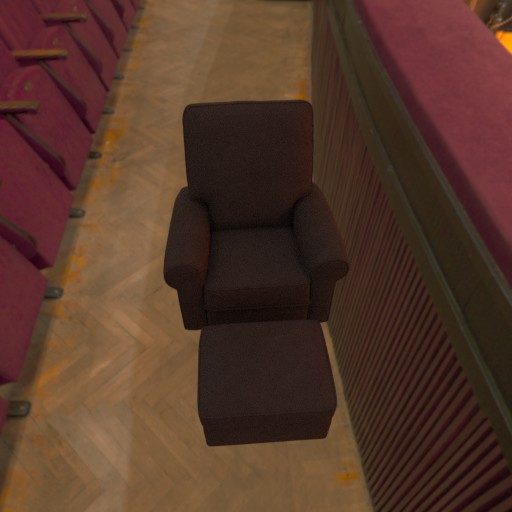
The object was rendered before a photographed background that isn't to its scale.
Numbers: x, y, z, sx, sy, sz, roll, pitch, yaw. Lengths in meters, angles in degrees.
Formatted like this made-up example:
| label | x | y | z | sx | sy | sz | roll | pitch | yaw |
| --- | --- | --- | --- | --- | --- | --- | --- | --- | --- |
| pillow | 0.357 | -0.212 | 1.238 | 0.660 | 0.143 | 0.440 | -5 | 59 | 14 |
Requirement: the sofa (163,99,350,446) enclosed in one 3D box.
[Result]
| label | x | y | z | sx | sy | sz | roll | pitch | yaw |
| --- | --- | --- | --- | --- | --- | --- | --- | --- | --- |
| sofa | 0.000 | 0.000 | 2.137 | 0.880 | 0.959 | 1.478 | -3 | 46 | -3 |
